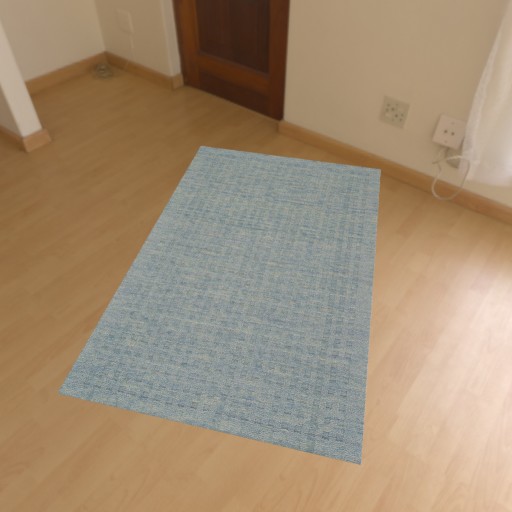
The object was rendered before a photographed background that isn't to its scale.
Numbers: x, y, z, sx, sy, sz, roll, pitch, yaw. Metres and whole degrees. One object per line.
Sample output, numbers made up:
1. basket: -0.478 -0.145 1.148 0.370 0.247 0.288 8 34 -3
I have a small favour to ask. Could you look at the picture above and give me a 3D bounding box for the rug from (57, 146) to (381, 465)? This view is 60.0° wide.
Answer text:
1. rug: 0.000 0.000 2.186 1.142 0.006 1.752 10 47 9
